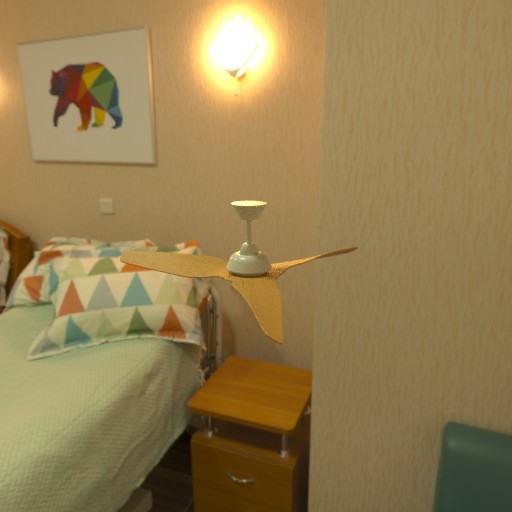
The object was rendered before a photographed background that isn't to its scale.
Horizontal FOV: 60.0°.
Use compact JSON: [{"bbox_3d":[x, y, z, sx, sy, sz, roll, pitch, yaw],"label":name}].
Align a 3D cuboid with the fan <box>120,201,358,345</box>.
[{"bbox_3d":[0.000,0.000,1.657,1.142,0.355,1.010,-2,15,-8],"label":"fan"}]
